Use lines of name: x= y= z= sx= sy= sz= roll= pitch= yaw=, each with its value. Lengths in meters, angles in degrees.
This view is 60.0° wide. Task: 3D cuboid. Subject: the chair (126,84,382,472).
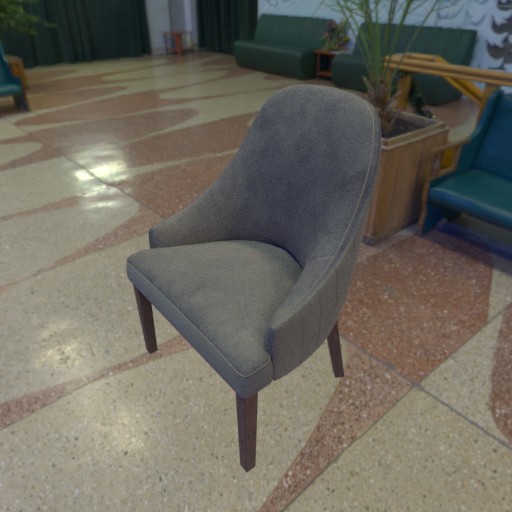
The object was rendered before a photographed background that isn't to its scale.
chair: x=0.000 y=0.000 z=1.313 sx=0.575 sy=0.889 sz=0.643 roll=-23 pitch=39 yaw=-32
